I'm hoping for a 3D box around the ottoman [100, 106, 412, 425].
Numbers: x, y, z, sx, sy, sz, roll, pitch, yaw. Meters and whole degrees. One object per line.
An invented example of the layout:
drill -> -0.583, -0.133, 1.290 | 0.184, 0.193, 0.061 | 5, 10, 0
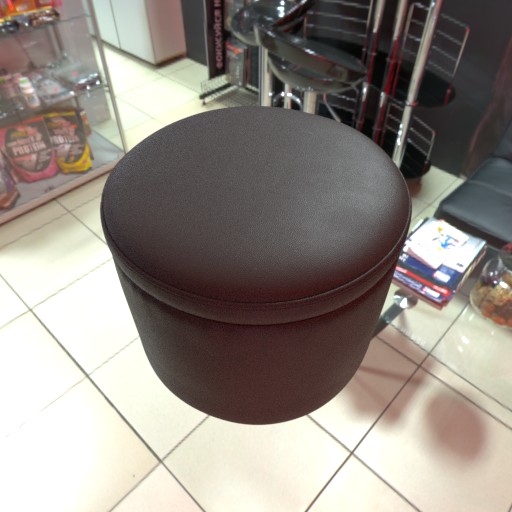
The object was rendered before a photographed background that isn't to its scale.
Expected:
ottoman -> 0.000, 0.000, 0.846 | 0.500, 0.409, 0.500 | 0, 47, 0
